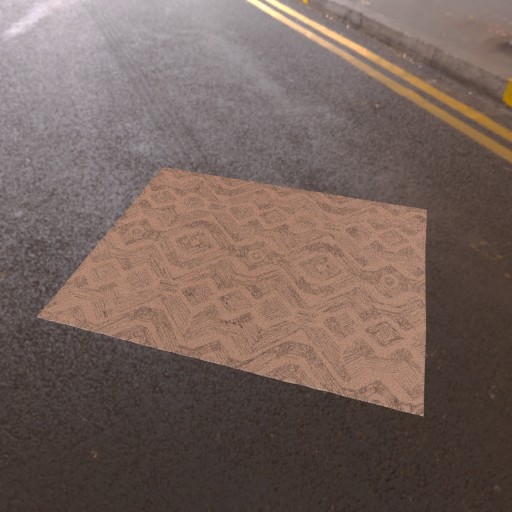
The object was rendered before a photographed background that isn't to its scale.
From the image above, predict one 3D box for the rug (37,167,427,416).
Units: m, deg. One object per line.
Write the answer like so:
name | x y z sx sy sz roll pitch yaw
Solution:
rug | 0.000 0.000 4.138 3.054 0.030 2.430 11 43 12
